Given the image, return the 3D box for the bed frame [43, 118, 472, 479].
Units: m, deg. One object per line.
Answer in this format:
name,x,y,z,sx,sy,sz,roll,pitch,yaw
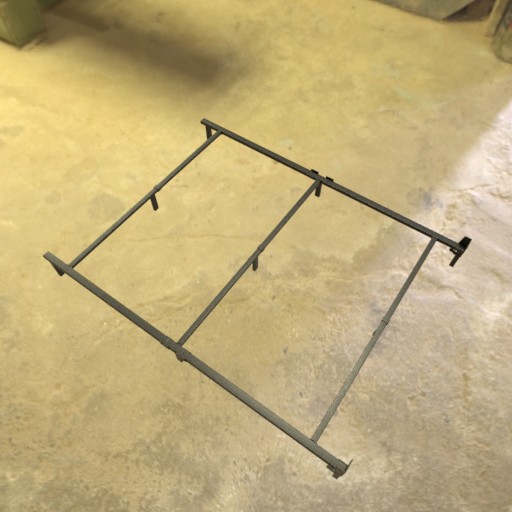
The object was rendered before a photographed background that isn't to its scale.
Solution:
bed frame,0.000,0.000,2.634,1.990,0.248,1.498,31,62,19
